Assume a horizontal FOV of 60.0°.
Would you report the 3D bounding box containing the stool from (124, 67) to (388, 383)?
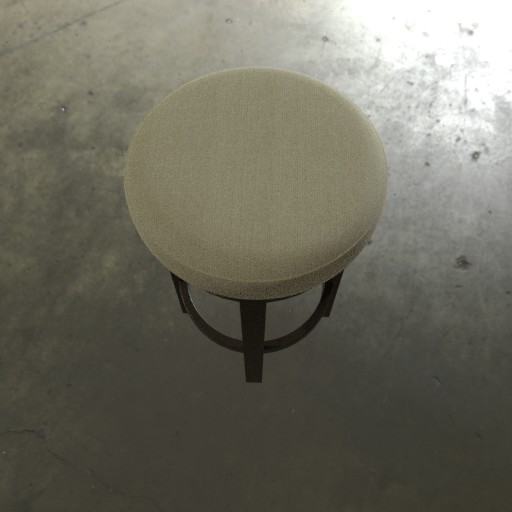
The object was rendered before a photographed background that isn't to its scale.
[{"bbox_3d":[0.000,0.000,1.024,0.446,0.758,0.446,0,65,0],"label":"stool"}]
